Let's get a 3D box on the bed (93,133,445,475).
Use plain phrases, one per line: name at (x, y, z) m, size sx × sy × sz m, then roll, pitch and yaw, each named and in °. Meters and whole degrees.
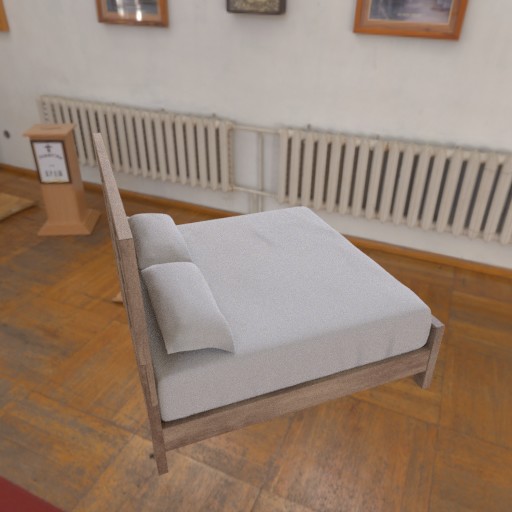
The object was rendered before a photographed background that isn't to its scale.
bed at (0.000, 0.000, 3.477) m, size 2.062 × 1.626 × 2.032 m, roll -11°, pitch 31°, yaw -18°
